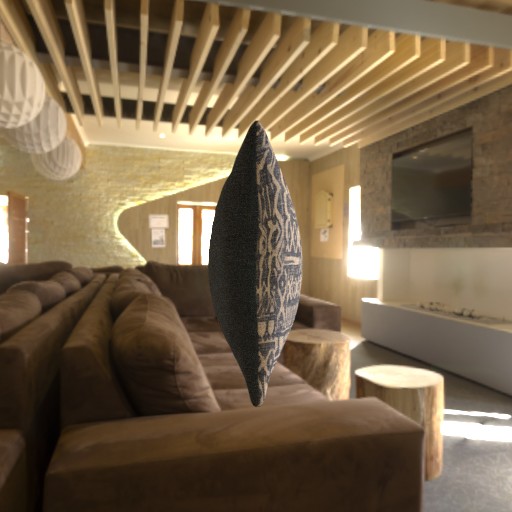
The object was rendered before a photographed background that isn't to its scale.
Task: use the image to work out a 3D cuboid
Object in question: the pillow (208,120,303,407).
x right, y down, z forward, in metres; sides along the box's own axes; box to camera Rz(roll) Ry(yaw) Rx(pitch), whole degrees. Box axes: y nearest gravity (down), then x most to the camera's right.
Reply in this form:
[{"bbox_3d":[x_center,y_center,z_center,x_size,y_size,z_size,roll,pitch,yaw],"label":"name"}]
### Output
[{"bbox_3d":[0.000,0.000,0.750,0.148,0.292,0.631,0,1,0],"label":"pillow"}]
